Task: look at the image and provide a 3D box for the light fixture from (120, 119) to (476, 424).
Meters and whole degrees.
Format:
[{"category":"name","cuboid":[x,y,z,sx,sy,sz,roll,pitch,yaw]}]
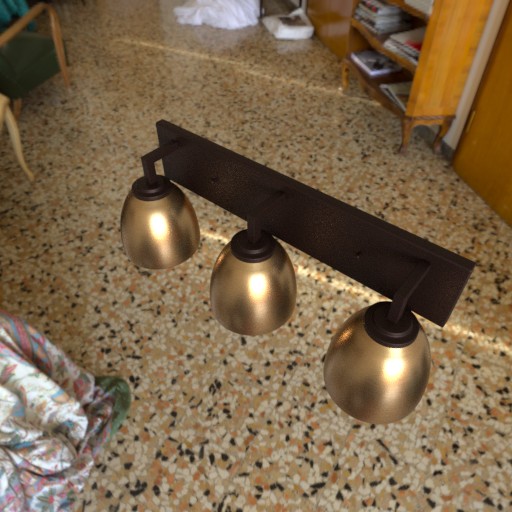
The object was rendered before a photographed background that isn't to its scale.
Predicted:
[{"category":"light fixture","cuboid":[0.000,0.000,0.669,0.582,0.204,0.157,30,52,27]}]
